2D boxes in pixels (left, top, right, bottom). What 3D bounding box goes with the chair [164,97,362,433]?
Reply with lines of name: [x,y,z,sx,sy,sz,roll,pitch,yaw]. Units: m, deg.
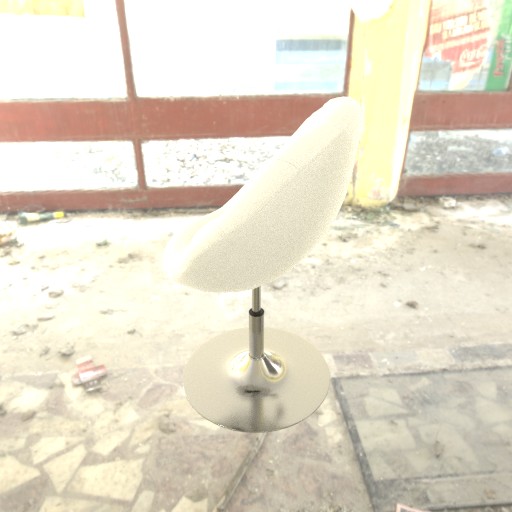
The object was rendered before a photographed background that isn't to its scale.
chair: [0.000,0.000,1.831,0.736,1.261,0.940,7,28,13]
